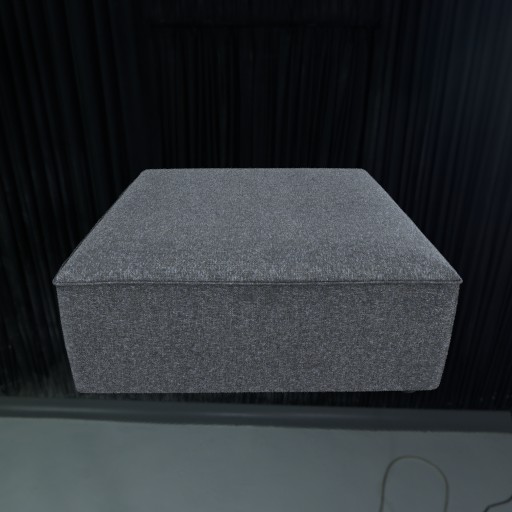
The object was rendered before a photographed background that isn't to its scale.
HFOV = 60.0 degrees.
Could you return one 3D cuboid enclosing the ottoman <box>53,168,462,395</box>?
[{"bbox_3d":[0.000,0.000,1.580,1.021,0.423,1.017,0,26,0],"label":"ottoman"}]
